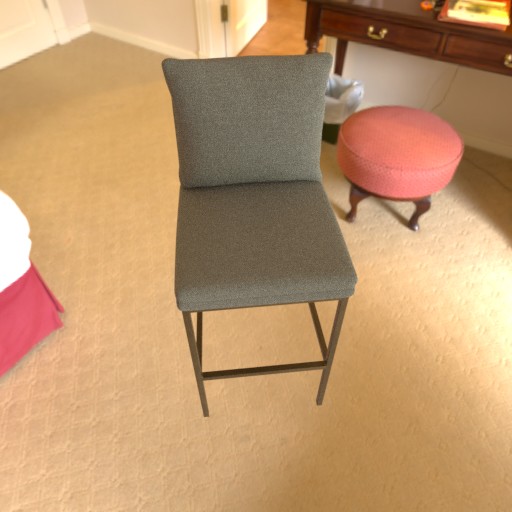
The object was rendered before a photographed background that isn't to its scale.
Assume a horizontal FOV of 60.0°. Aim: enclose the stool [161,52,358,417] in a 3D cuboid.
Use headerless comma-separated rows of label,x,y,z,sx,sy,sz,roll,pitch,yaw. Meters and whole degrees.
stool,0.000,0.000,1.421,0.463,1.132,0.569,-4,47,-4
